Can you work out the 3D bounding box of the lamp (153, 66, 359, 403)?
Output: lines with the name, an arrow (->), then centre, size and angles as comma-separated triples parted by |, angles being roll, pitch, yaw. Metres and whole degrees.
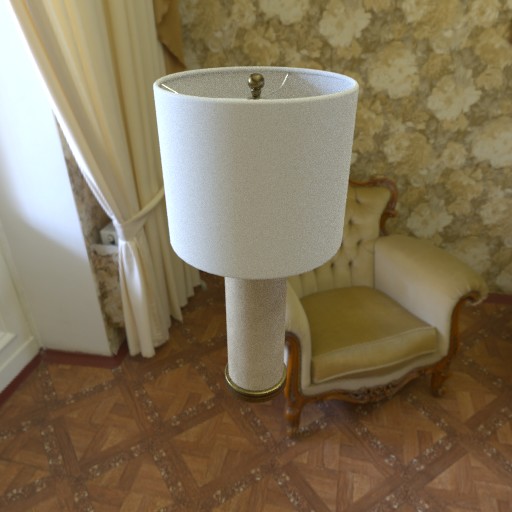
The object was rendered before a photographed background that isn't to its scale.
lamp -> 0.000, 0.000, 0.824 | 0.305, 0.634, 0.305 | -19, 35, -29
